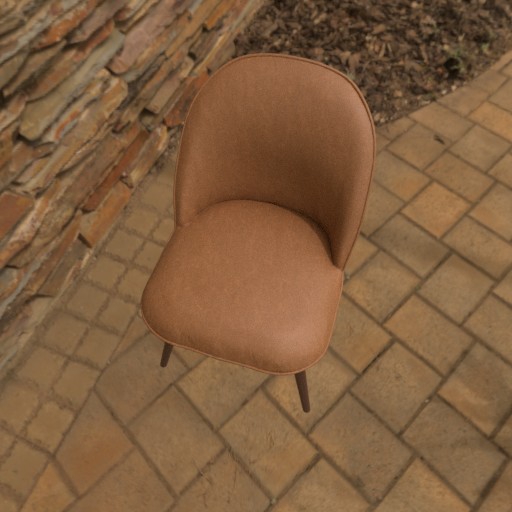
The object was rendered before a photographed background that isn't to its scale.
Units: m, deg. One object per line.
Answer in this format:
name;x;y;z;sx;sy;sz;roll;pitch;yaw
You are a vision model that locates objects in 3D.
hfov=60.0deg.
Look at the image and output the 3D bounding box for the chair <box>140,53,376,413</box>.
chair;0.000;0.000;1.239;0.521;0.831;0.631;15;59;9
